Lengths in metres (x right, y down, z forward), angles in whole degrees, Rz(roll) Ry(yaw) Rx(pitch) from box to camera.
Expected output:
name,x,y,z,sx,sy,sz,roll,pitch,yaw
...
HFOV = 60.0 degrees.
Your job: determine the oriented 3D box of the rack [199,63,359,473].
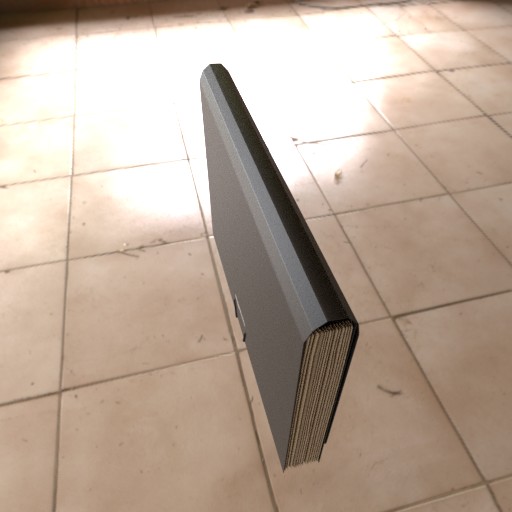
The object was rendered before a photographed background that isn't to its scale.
name,x,y,z,sx,sy,sz,roll,pitch,yaw
rack,0.000,0.000,0.436,0.041,0.241,0.330,-11,48,-10
